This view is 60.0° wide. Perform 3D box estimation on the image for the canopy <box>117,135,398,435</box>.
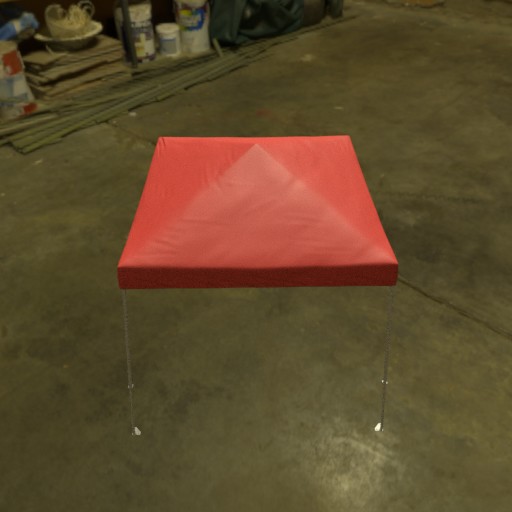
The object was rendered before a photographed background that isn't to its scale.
[{"bbox_3d":[0.000,0.000,5.160,2.848,2.849,2.849,-1,41,-1],"label":"canopy"}]
